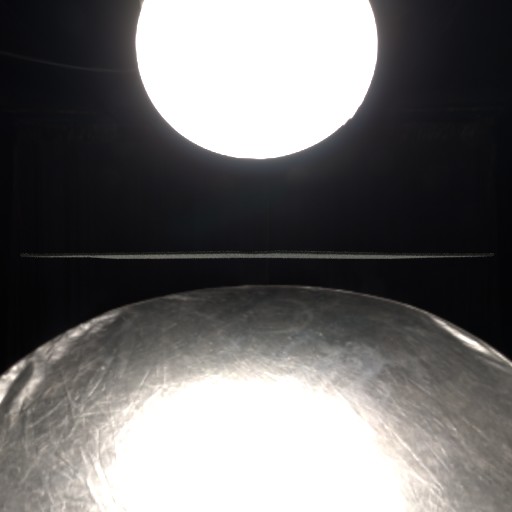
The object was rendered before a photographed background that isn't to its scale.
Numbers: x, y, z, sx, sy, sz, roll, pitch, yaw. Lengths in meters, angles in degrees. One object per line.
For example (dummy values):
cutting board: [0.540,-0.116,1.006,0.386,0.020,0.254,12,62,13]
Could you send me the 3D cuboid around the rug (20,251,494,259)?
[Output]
rug: [0.000,0.000,5.170,4.078,0.052,2.802,0,-1,-1]
